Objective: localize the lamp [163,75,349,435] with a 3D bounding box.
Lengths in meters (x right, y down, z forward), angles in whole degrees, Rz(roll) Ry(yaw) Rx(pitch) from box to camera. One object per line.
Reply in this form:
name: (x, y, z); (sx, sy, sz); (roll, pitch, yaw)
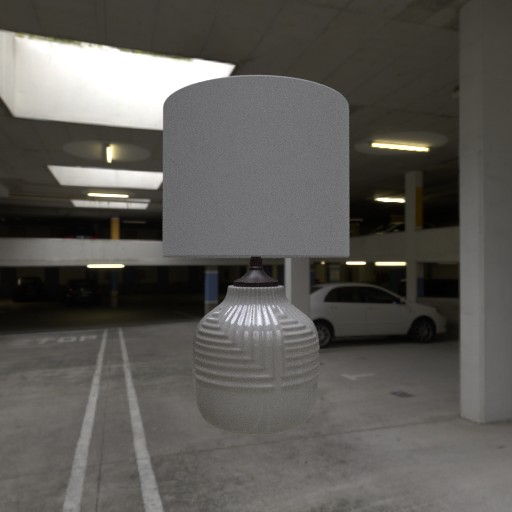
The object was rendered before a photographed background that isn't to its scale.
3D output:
lamp: (0.000, 0.000, 0.770); (0.318, 0.567, 0.318); (0, -1, 0)
